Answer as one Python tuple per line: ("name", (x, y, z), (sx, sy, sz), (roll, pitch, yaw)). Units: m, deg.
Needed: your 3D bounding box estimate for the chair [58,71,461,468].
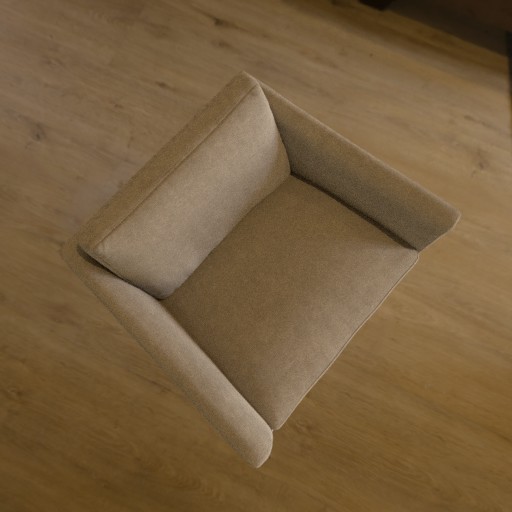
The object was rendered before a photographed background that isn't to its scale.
("chair", (0.000, 0.000, 1.879), (1.091, 0.845, 1.190), (40, 79, 9))
